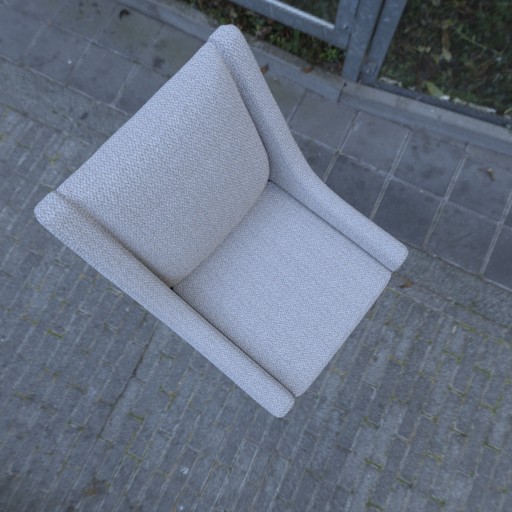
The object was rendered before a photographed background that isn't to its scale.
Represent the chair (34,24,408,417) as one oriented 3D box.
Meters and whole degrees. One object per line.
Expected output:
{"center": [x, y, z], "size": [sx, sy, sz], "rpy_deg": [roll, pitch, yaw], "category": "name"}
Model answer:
{"center": [0.000, 0.000, 1.580], "size": [0.870, 1.014, 0.774], "rpy_deg": [39, 78, 10], "category": "chair"}
